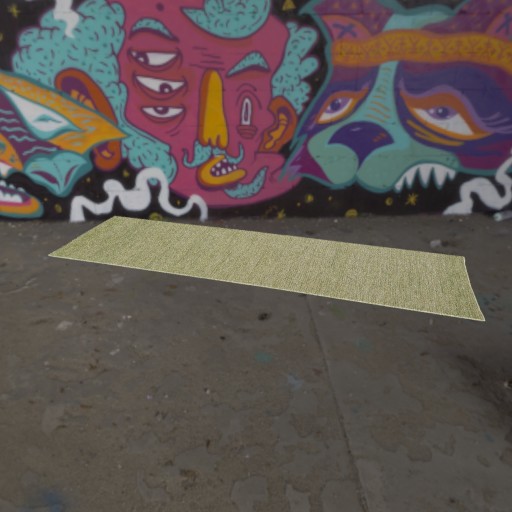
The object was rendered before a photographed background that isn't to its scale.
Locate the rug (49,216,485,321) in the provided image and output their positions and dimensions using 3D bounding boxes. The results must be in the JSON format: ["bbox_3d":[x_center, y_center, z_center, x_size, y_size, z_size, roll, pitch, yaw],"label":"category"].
[{"bbox_3d":[0.000,0.000,2.574,2.340,0.013,0.686,7,26,15],"label":"rug"}]
